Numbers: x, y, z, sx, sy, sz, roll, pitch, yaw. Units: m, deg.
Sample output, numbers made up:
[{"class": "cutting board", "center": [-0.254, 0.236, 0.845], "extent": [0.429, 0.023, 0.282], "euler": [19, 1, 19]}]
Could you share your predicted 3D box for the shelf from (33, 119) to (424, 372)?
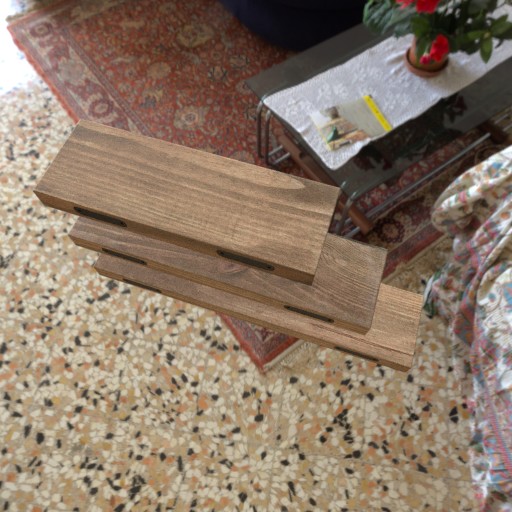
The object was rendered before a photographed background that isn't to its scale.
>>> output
[{"class": "shelf", "center": [0.000, 0.000, 0.735], "extent": [0.610, 0.293, 0.140], "euler": [17, 65, 8]}]
